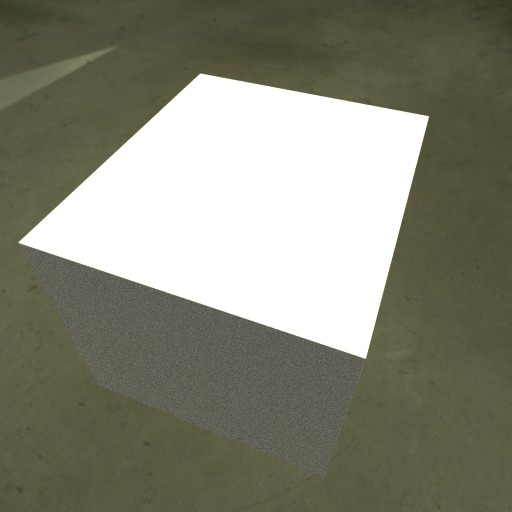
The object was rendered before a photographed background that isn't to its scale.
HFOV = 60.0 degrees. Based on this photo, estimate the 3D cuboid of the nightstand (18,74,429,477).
[{"bbox_3d":[0.000,0.000,0.741,0.408,0.351,0.470,16,49,15],"label":"nightstand"}]
